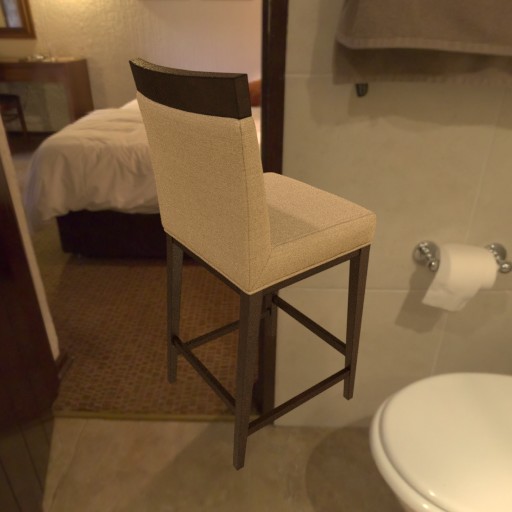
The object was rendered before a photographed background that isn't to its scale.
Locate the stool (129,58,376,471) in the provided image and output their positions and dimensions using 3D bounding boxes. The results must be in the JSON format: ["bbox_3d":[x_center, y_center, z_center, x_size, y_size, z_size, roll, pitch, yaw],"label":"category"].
[{"bbox_3d":[0.000,0.000,1.378,0.531,1.117,0.511,-19,33,-31],"label":"stool"}]
